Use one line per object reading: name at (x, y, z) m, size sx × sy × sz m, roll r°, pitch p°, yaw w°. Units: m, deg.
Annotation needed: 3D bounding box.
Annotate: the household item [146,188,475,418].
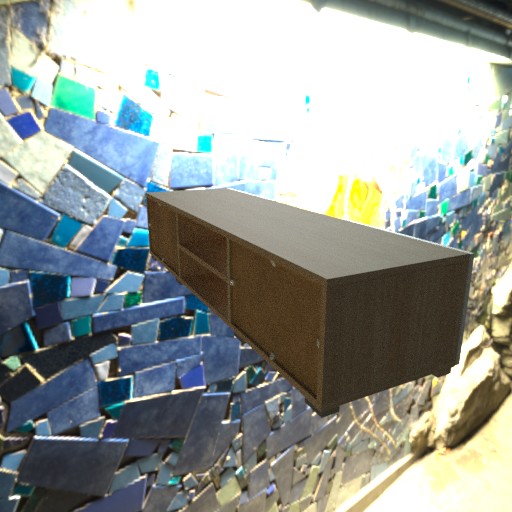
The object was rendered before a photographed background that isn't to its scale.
household item at (0.000, 0.000, 1.573) m, size 0.420 × 0.310 × 1.400 m, roll -8°, pitch 17°, yaw -26°
